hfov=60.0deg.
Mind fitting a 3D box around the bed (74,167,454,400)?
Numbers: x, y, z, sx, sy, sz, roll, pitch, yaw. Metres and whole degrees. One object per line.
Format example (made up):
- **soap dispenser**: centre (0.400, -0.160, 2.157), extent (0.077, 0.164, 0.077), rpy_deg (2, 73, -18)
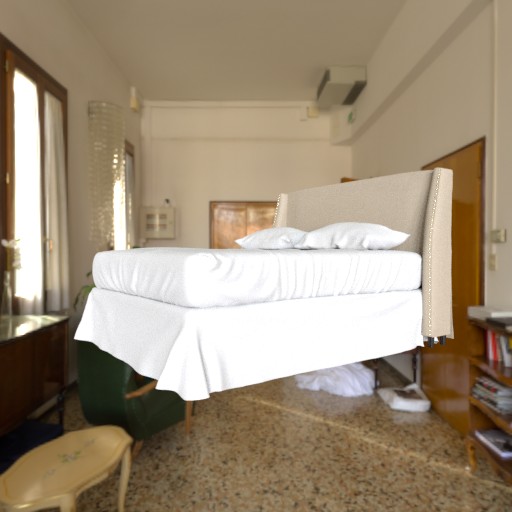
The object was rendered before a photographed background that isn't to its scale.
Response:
- **bed**: centre (0.000, 0.000, 3.407), extent (2.276, 1.332, 1.925), rpy_deg (0, 1, -36)
